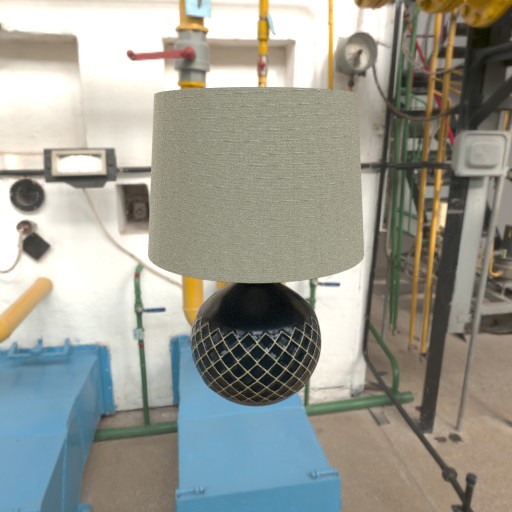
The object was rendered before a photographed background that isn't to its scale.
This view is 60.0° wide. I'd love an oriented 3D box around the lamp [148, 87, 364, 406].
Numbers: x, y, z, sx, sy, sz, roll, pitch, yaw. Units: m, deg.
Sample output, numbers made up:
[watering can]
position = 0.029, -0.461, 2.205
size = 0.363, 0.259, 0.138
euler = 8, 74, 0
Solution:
[lamp]
position = 0.000, 0.000, 0.794
size = 0.376, 0.540, 0.376
euler = 0, 16, 0
